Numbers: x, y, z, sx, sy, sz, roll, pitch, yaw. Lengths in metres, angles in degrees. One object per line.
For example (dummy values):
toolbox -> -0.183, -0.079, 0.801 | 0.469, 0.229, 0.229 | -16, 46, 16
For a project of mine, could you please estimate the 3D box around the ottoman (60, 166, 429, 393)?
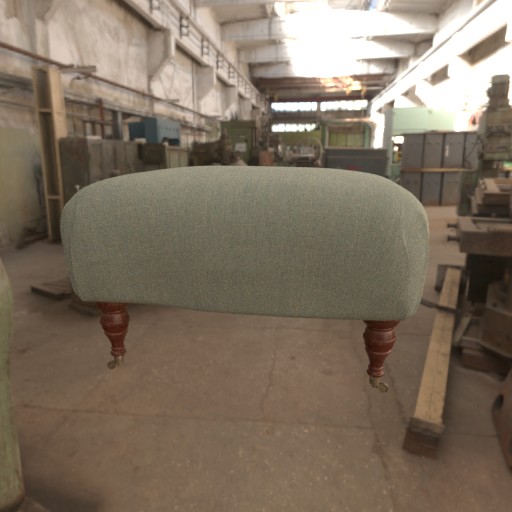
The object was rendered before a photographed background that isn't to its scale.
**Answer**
ottoman -> 0.000, 0.000, 1.134 | 0.747, 0.450, 0.622 | 2, 13, 9
